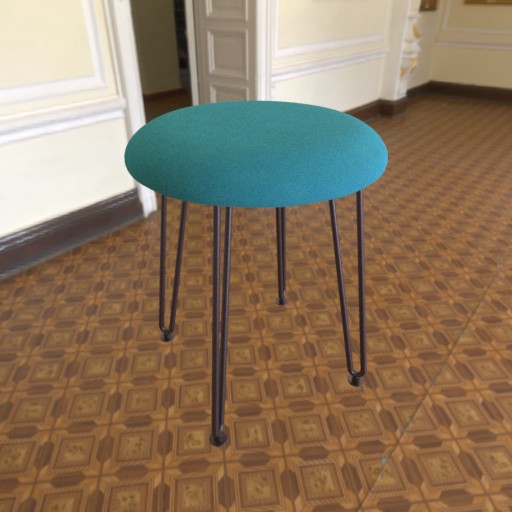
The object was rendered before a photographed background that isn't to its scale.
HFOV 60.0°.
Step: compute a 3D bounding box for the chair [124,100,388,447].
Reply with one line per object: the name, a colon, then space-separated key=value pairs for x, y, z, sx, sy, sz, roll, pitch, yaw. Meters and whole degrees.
chair: x=0.000 y=0.000 z=0.695 sx=0.350 sy=0.430 sz=0.350 roll=-22 pitch=37 yaw=-33
